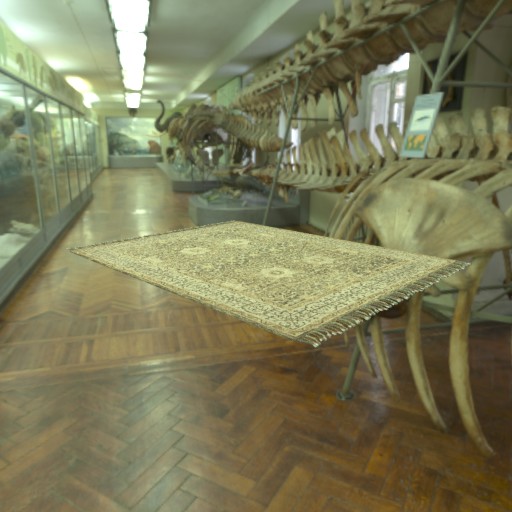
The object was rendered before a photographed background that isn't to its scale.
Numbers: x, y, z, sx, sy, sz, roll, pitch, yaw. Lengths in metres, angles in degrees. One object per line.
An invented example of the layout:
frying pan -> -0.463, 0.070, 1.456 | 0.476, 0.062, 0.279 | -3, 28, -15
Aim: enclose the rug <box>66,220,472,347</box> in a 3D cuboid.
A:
rug -> 0.000, 0.000, 4.396 | 3.291, 0.017, 2.431 | 14, 20, 43
